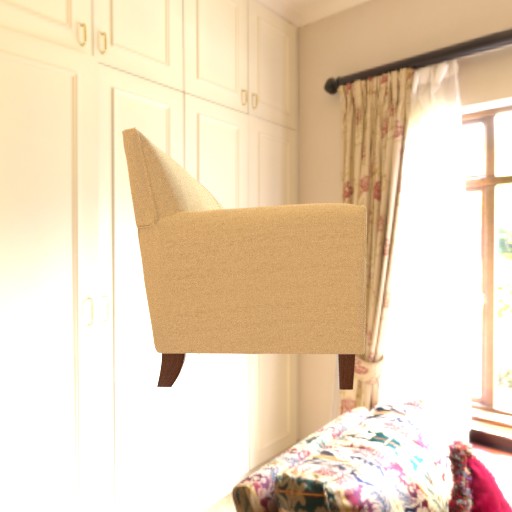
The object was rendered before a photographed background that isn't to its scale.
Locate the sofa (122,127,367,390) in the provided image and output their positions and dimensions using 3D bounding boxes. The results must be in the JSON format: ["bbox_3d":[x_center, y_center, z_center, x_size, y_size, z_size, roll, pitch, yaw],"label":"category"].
[{"bbox_3d":[0.000,0.000,2.458,0.841,0.907,2.001,0,1,2],"label":"sofa"}]
